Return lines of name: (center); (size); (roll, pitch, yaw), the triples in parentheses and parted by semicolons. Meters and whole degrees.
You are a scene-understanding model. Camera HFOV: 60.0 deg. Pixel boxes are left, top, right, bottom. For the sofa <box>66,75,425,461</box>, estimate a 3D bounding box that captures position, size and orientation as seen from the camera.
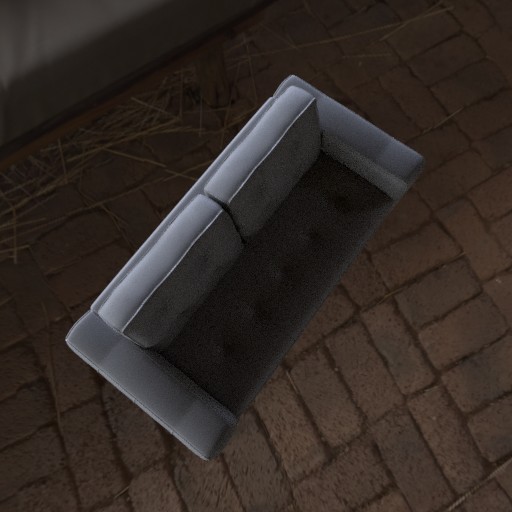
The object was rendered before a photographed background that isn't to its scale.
sofa: (0.000, 0.000, 2.204); (0.833, 0.892, 1.726); (36, 78, 9)
